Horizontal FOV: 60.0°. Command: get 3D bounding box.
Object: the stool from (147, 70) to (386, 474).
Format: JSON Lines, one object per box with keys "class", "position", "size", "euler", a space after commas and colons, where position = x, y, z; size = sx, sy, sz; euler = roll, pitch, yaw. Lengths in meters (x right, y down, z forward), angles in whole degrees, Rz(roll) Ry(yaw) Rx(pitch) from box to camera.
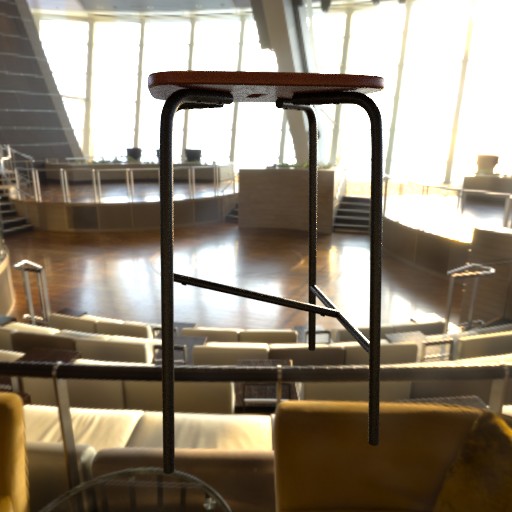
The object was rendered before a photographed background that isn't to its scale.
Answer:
{"class": "stool", "position": [0.000, 0.000, 0.843], "size": [0.376, 0.610, 0.376], "euler": [-3, 16, -10]}
